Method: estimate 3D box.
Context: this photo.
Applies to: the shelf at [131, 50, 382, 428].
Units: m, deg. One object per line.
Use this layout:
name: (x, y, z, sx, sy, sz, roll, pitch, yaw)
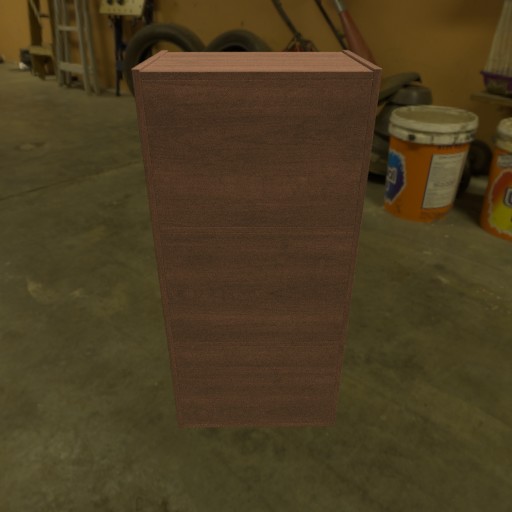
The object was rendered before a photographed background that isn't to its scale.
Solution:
shelf: (0.000, 0.000, 1.072, 0.414, 0.879, 0.290, 0, 30, -1)
